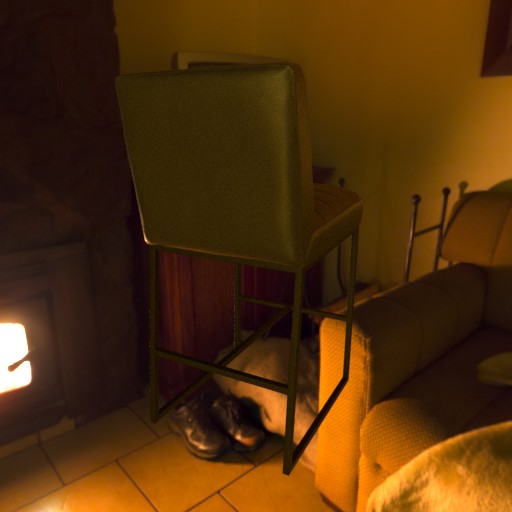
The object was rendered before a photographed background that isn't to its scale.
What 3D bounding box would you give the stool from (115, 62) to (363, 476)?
[{"bbox_3d":[0.000,0.000,1.250,0.457,0.938,0.552,8,18,27],"label":"stool"}]
